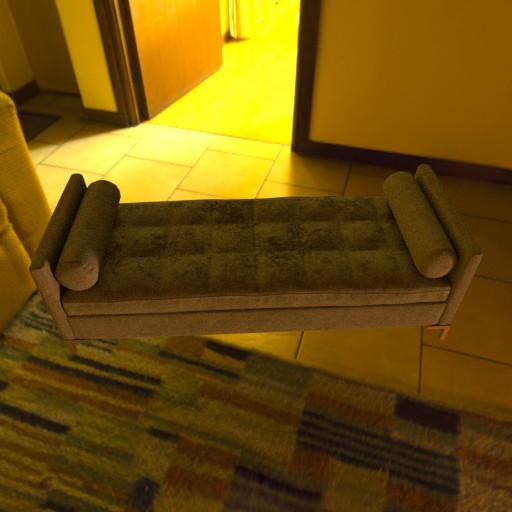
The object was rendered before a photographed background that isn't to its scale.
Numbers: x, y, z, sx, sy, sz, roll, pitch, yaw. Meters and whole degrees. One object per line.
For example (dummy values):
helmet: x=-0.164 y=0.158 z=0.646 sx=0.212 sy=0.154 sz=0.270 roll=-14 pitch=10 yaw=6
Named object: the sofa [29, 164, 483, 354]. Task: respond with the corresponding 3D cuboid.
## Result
sofa: x=0.000 y=0.000 z=2.500 sx=2.102 sy=0.657 sz=0.797 roll=-2 pitch=44 yaw=-2
